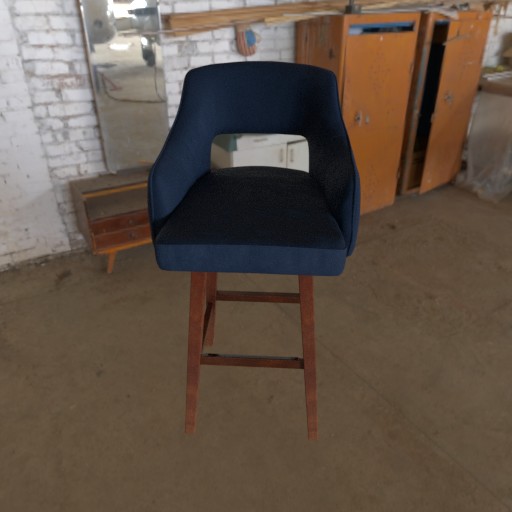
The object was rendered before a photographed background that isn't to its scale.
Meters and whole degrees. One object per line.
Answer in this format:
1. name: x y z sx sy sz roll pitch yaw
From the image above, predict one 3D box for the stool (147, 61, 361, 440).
1. stool: 0.000 0.000 1.364 0.550 1.041 0.560 2 31 3
